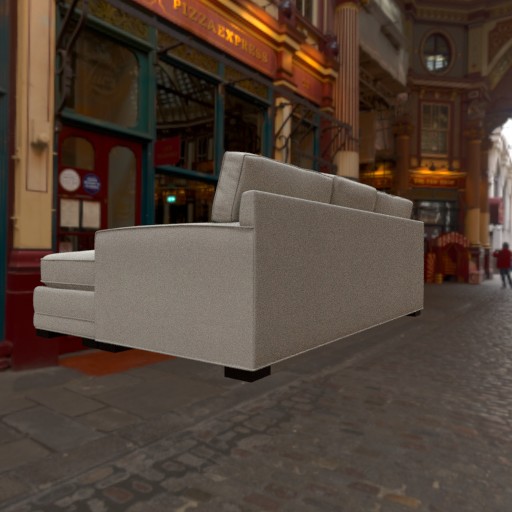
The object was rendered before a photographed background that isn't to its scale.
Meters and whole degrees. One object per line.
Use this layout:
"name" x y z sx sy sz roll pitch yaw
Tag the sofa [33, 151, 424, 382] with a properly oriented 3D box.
"sofa" 0.000 0.000 2.801 1.496 0.861 2.087 0 1 36
